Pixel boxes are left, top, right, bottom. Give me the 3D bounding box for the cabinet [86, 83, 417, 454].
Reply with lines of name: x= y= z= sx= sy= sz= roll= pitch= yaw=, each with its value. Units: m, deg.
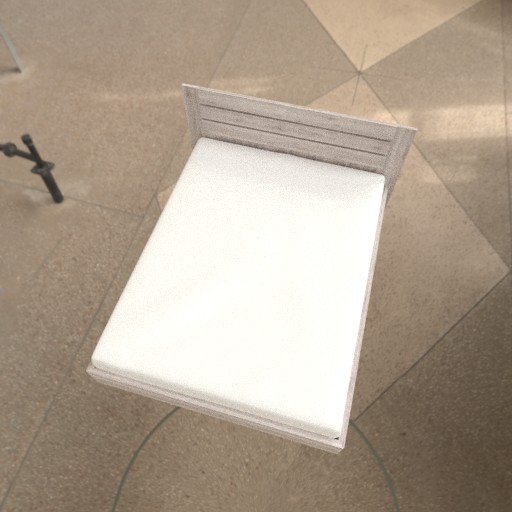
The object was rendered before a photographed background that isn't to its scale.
cabinet: x=0.000 y=0.000 z=3.096 sx=1.750 sy=0.970 sz=2.080 roll=14 pitch=60 yaw=8
